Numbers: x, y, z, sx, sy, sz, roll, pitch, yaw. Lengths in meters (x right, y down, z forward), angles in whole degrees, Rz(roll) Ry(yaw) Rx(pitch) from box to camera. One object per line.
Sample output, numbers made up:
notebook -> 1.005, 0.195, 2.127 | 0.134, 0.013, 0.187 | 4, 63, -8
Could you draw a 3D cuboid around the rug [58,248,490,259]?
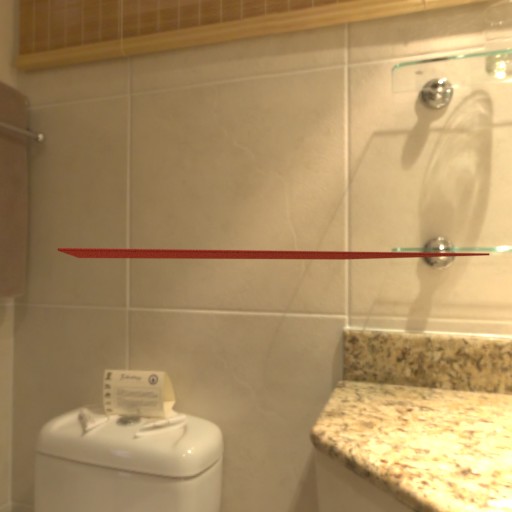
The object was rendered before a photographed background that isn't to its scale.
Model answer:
rug -> 0.000, 0.000, 2.866 | 2.211, 0.013, 1.593 | 0, -1, -19
